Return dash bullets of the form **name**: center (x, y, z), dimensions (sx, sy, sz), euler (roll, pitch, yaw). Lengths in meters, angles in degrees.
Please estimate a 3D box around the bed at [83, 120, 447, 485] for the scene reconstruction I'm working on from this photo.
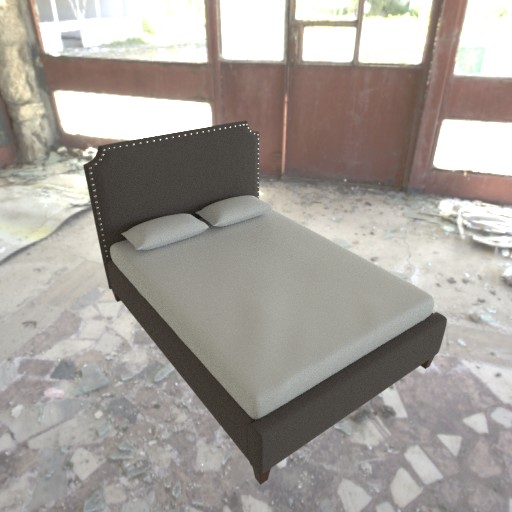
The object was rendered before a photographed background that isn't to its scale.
- **bed**: center (0.000, 0.000, 3.431), dimensions (1.713, 1.443, 2.372), euler (-20, 36, -31)
